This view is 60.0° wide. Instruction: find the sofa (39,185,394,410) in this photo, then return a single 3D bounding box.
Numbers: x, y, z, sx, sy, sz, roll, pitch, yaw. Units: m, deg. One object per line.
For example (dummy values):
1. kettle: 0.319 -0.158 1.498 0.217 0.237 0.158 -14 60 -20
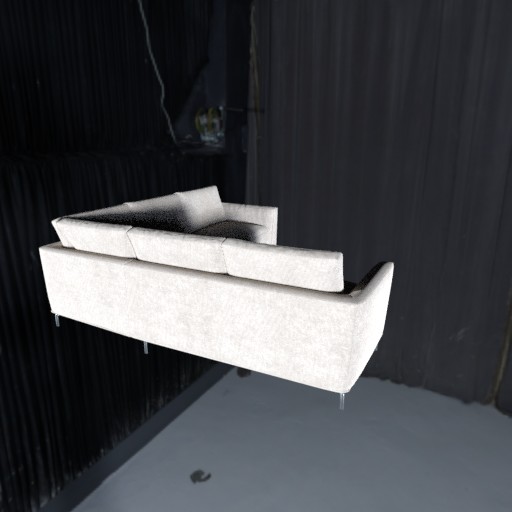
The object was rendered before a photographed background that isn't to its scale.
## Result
1. sofa: 0.000 0.000 3.813 2.438 0.864 2.438 8 18 26
